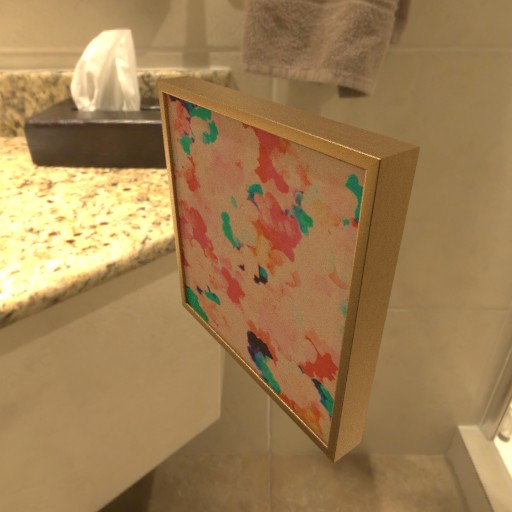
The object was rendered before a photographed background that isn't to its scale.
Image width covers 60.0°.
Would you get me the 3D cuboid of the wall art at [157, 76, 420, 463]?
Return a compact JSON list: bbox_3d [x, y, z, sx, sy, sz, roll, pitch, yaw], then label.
[{"bbox_3d":[0.000,0.000,0.460,0.038,0.305,0.304,-21,38,-30],"label":"wall art"}]
